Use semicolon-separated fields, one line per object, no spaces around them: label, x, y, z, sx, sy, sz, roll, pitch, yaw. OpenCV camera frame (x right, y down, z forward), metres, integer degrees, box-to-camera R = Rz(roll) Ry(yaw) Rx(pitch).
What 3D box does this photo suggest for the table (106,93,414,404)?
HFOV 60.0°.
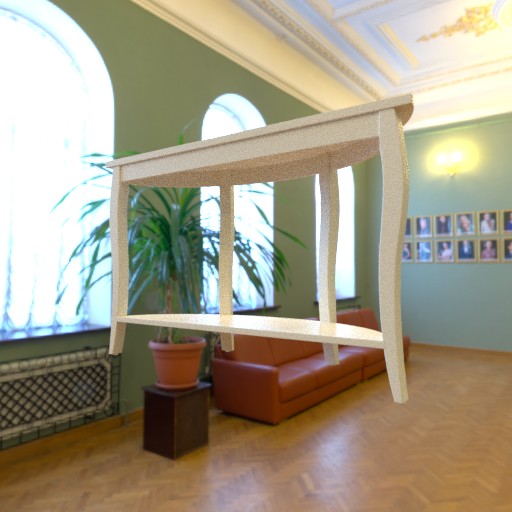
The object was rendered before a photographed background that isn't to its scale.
table;0.000;0.000;1.604;1.219;0.780;0.394;-1;-2;35
